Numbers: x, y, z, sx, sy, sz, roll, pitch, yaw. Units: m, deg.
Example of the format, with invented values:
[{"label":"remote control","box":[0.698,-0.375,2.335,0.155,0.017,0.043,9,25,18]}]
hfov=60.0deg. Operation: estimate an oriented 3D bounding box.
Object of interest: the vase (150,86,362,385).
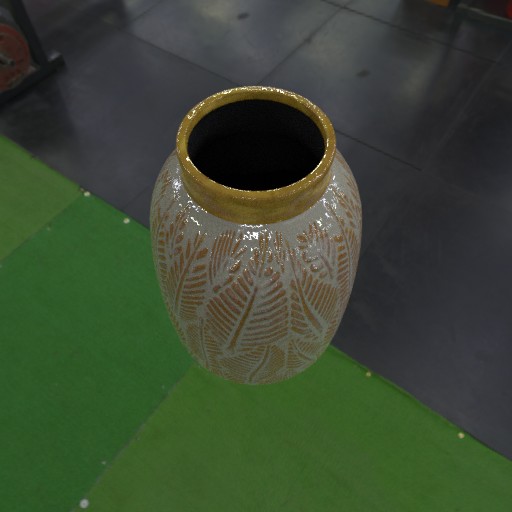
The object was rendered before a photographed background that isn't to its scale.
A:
[{"label":"vase","box":[0.000,0.000,0.380,0.172,0.270,0.172,0,58,0]}]
